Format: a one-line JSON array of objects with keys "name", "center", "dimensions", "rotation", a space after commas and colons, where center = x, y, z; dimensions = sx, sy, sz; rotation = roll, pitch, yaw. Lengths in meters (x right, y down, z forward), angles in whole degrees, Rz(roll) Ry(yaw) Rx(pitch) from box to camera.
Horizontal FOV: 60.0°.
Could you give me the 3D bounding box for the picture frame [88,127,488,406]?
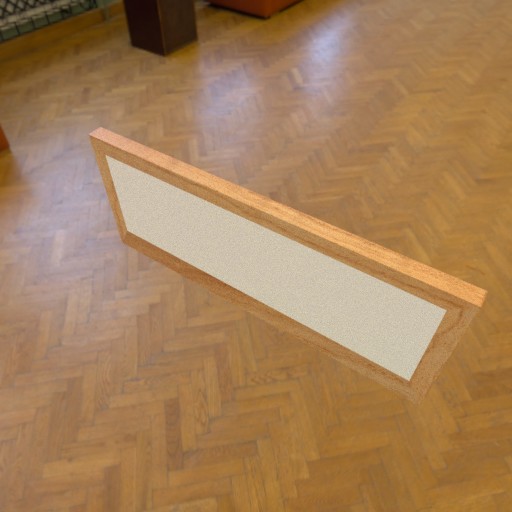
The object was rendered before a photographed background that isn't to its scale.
[{"name": "picture frame", "center": [0.000, 0.000, 0.660], "dimensions": [0.582, 0.234, 0.045], "rotation": [26, 52, 22]}]
